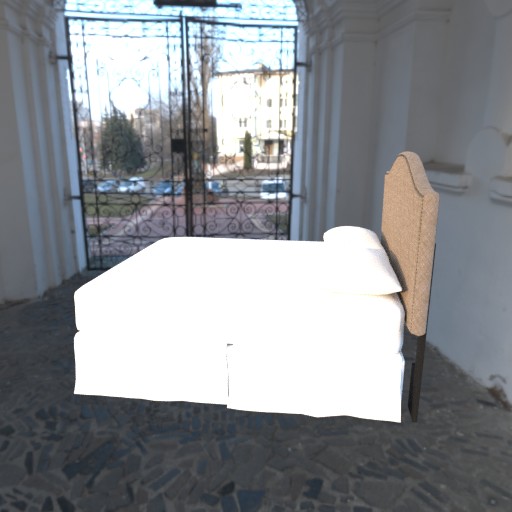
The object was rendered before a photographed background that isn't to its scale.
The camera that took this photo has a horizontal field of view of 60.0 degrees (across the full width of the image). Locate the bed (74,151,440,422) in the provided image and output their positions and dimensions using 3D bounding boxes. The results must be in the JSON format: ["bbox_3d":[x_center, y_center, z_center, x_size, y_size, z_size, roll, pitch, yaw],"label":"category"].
[{"bbox_3d":[0.000,0.000,3.288,2.153,1.518,1.713,2,15,9],"label":"bed"}]
